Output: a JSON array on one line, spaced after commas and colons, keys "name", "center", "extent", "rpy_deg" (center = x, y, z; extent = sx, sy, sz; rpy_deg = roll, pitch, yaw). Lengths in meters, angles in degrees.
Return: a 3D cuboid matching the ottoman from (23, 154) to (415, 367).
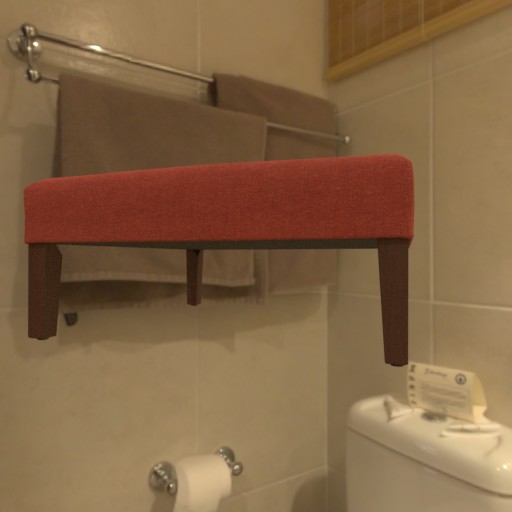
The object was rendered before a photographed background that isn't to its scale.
[{"name": "ottoman", "center": [0.000, 0.000, 1.343], "extent": [0.890, 0.411, 0.889], "rpy_deg": [0, 0, 19]}]
